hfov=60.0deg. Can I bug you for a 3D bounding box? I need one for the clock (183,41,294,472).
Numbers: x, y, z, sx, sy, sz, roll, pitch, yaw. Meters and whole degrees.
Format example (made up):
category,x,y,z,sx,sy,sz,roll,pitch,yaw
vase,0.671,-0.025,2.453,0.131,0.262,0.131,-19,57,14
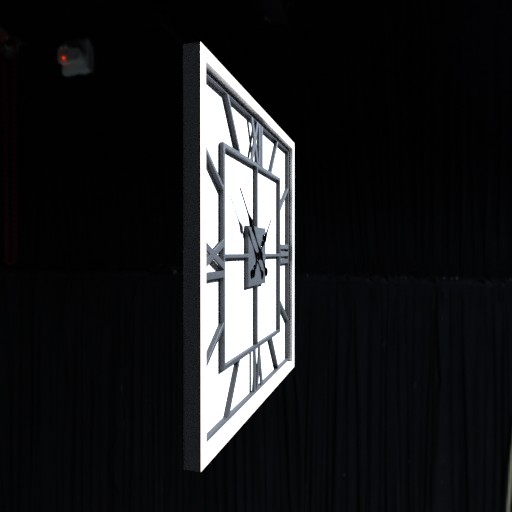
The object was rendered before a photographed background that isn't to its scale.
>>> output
category,x,y,z,sx,sy,sz,roll,pitch,yaw
clock,0.000,0.000,1.066,0.032,0.705,0.705,0,0,17
